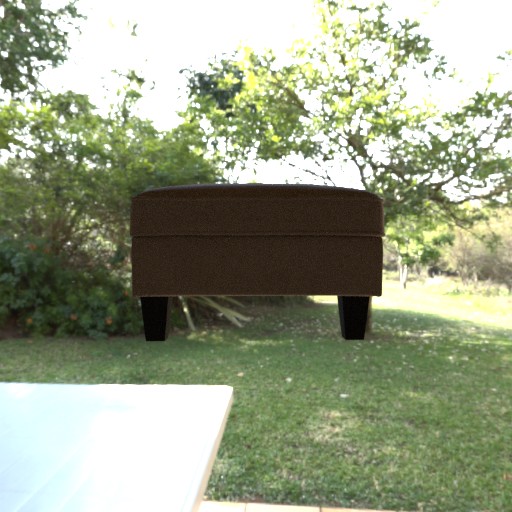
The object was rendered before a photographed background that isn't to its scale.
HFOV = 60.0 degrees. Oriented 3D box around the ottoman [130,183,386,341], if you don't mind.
[{"bbox_3d":[0.000,0.000,2.035,0.735,0.460,1.726,0,0,-1],"label":"ottoman"}]
